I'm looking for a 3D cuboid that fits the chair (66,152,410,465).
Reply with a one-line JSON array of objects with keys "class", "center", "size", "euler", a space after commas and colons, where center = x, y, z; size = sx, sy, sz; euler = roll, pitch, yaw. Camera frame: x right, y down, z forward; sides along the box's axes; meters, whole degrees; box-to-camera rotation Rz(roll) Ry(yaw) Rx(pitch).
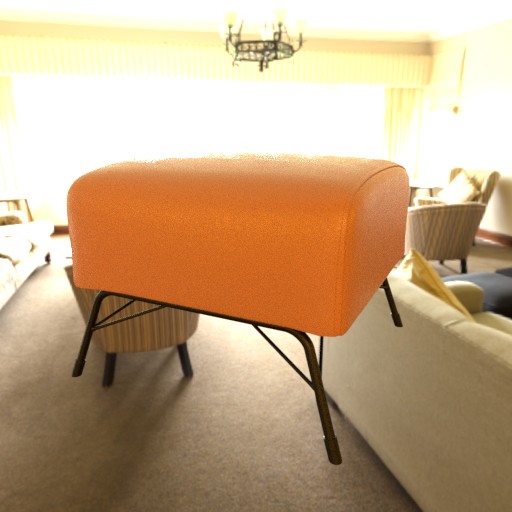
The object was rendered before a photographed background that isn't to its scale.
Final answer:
[{"class": "chair", "center": [0.000, 0.000, 0.903], "size": [0.530, 0.410, 0.530], "euler": [8, 17, 26]}]
